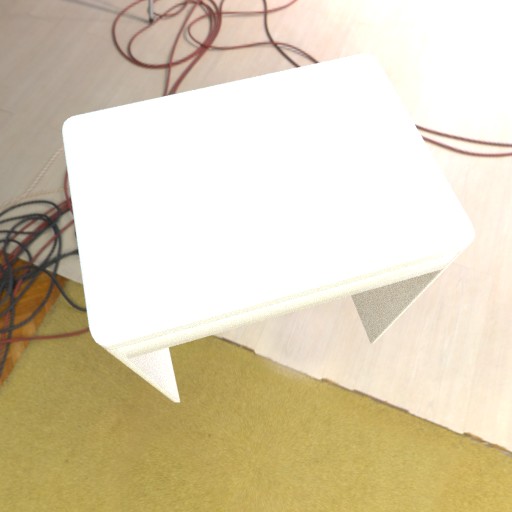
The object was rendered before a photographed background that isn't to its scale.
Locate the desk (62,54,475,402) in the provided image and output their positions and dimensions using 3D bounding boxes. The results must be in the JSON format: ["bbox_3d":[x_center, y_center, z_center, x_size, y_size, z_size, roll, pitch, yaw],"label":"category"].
[{"bbox_3d":[0.000,0.000,1.298,0.762,0.800,0.549,-15,66,-7],"label":"desk"}]
